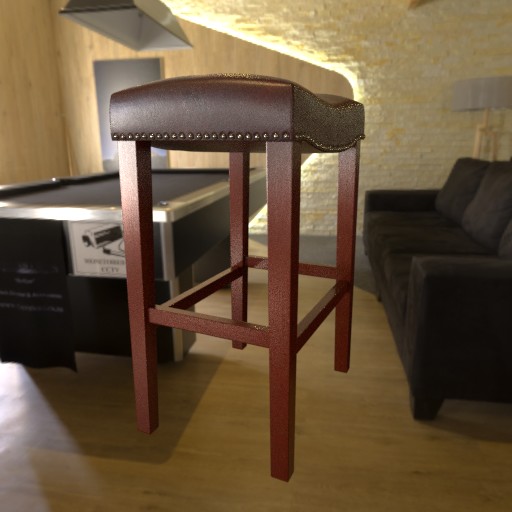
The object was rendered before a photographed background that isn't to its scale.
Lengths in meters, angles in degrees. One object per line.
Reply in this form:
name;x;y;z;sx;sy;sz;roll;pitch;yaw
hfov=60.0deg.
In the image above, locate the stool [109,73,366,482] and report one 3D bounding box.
stool;0.000;0.000;1.033;0.372;0.742;0.504;7;17;24
